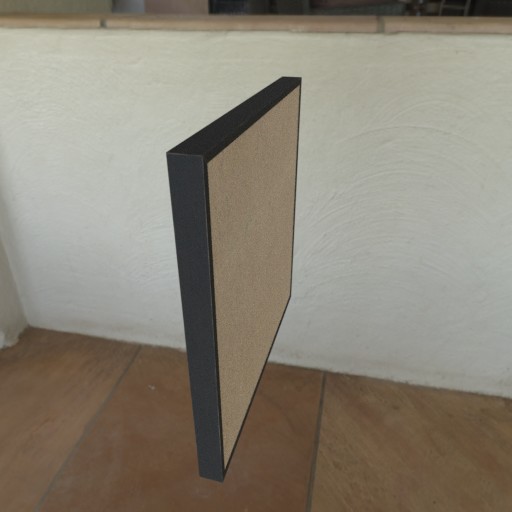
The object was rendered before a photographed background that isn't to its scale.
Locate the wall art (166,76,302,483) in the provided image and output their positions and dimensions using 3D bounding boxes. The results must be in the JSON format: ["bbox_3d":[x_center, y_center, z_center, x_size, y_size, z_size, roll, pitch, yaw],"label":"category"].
[{"bbox_3d":[0.000,0.000,0.762,0.038,0.508,0.508,8,31,14],"label":"wall art"}]
